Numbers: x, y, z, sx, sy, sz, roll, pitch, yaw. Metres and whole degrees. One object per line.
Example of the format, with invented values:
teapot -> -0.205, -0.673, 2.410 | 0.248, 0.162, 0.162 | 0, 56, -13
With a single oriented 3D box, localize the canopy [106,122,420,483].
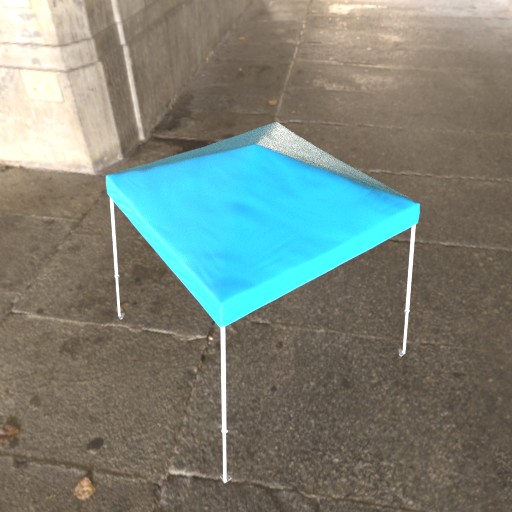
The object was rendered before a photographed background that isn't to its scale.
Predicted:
canopy -> 0.000, 0.000, 5.203 | 2.848, 2.849, 2.849 | -25, 47, -26
